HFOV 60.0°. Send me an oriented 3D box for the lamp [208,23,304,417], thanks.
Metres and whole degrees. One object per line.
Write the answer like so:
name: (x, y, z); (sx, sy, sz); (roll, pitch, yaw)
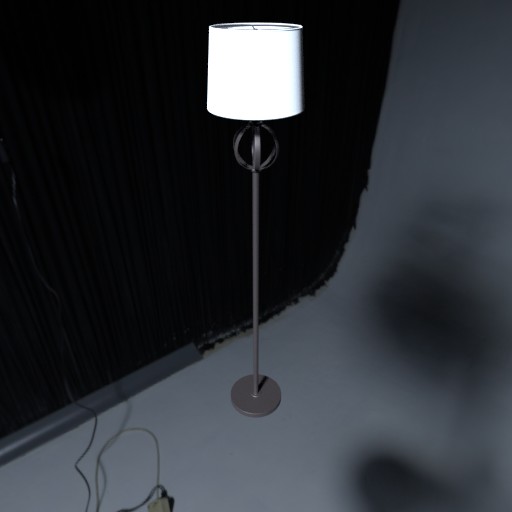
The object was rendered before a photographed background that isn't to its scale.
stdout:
lamp: (0.000, 0.000, 1.586); (0.286, 1.462, 0.286); (-21, 37, -30)
